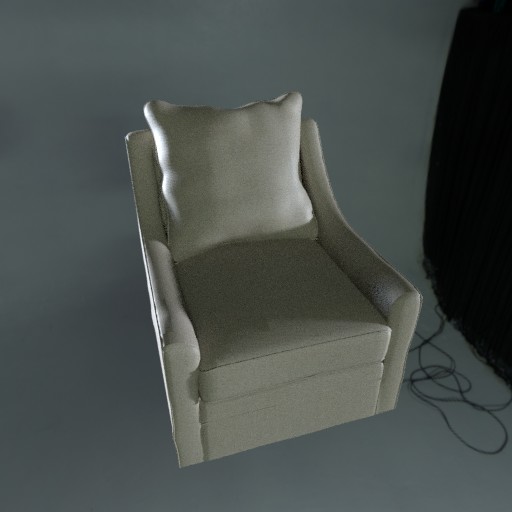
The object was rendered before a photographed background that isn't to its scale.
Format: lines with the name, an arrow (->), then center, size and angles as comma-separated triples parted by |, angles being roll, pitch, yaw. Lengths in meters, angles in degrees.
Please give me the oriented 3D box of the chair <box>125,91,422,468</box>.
chair -> 0.000, 0.000, 1.554 | 0.760, 0.942, 0.876 | -9, 32, -15
